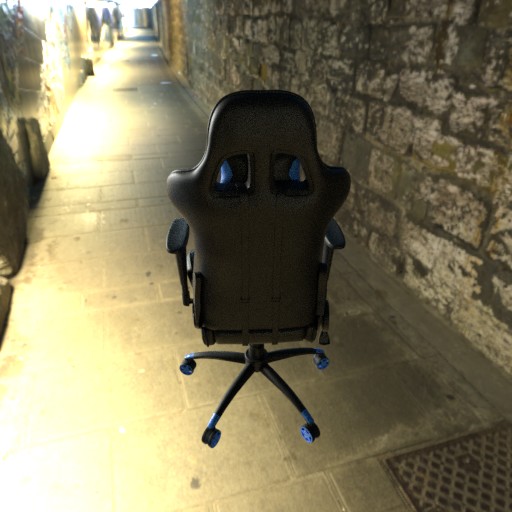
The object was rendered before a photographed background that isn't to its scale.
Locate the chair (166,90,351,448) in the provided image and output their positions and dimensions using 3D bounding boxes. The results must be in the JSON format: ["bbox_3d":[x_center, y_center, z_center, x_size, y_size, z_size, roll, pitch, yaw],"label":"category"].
[{"bbox_3d":[0.000,0.000,1.705,0.695,1.282,0.730,-2,28,-3],"label":"chair"}]
